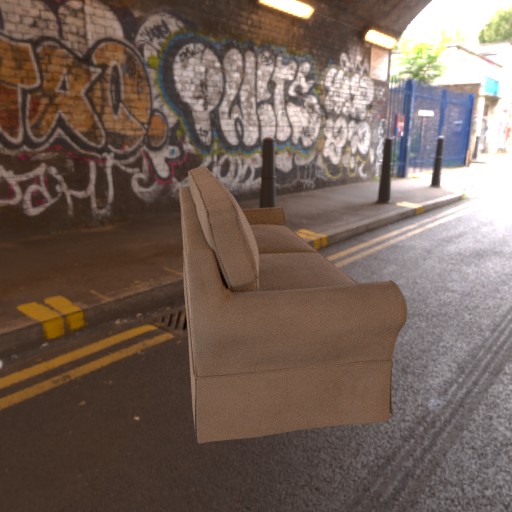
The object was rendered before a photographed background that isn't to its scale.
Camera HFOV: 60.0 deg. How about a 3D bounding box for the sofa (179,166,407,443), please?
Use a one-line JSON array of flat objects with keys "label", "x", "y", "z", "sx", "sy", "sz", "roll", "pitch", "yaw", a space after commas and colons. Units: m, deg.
[{"label": "sofa", "x": 0.000, "y": 0.000, "z": 2.781, "sx": 0.900, "sy": 1.014, "sz": 2.246, "roll": -3, "pitch": 16, "yaw": -10}]
